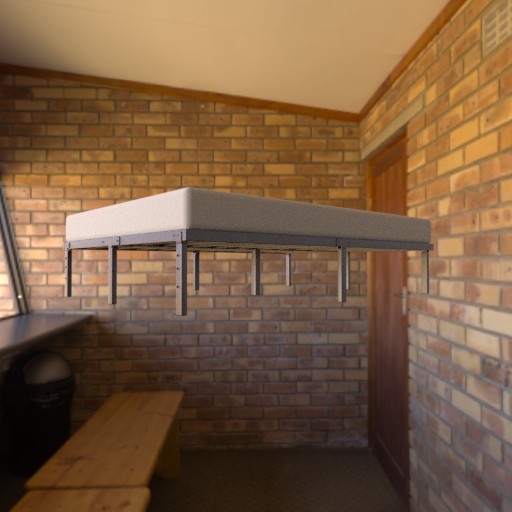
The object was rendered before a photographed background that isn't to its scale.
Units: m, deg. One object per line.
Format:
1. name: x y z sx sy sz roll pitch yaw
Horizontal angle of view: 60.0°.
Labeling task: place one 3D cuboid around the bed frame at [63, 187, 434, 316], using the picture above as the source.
1. bed frame: 0.000 0.000 3.862 2.842 0.680 2.205 1 -1 -34
